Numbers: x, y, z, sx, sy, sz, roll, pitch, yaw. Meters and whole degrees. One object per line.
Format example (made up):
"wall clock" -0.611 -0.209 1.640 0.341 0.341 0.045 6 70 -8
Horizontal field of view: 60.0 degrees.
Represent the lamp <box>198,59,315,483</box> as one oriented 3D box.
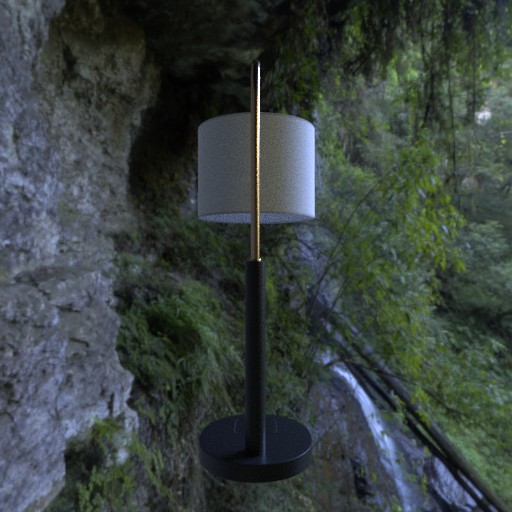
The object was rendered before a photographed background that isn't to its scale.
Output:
"lamp" 0.000 0.000 0.695 0.199 0.540 0.337 0 0 0
